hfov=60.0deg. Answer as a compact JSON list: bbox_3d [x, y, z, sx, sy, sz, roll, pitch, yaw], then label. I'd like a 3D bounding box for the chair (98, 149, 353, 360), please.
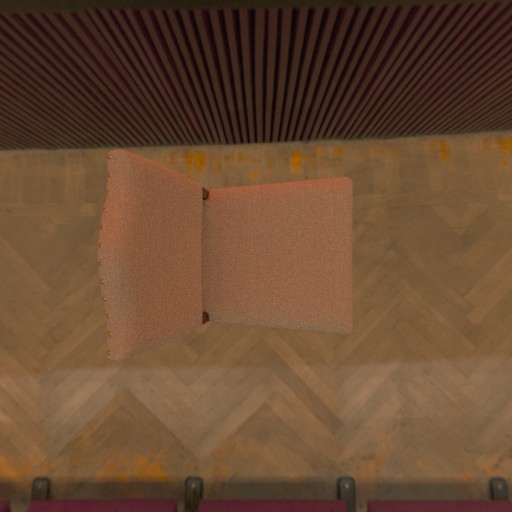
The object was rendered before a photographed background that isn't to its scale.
[{"bbox_3d":[0.000,0.000,1.377,0.620,1.020,0.508,0,90,1],"label":"chair"}]
